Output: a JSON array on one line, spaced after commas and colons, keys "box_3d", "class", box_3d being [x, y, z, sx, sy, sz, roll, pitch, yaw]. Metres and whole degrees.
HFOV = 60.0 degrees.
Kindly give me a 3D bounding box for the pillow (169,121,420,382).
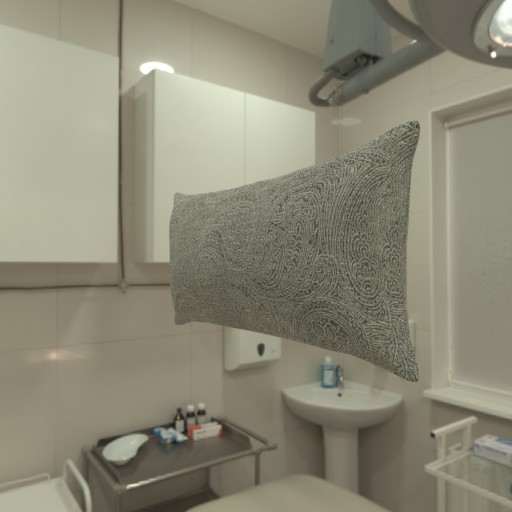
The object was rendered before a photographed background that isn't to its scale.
[{"box_3d": [0.000, 0.000, 0.739, 0.151, 0.295, 0.615, 1, -1, -36], "class": "pillow"}]
